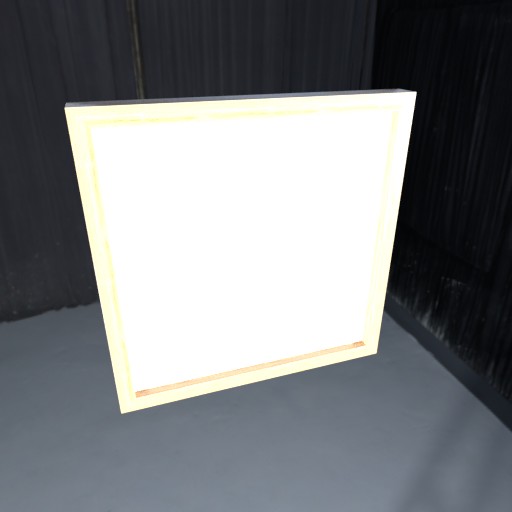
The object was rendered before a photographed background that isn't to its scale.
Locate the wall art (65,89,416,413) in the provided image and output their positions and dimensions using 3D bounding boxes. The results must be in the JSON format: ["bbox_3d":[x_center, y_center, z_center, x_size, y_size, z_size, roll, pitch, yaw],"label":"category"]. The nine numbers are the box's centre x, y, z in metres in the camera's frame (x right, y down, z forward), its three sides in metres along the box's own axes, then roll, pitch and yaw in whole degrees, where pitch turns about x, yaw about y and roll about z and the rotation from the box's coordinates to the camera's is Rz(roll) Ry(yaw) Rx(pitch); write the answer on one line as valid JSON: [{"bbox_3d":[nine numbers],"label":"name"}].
[{"bbox_3d":[0.000,0.000,0.445,0.303,0.303,0.028,-9,28,-17],"label":"wall art"}]
